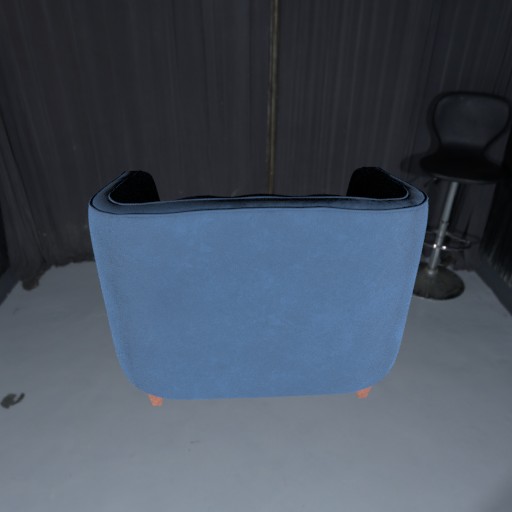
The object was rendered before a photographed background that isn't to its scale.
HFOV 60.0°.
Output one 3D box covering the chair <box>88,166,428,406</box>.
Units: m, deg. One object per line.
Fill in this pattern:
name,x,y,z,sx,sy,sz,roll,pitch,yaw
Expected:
chair,0.000,0.000,1.777,1.094,0.852,0.940,-1,31,-2
